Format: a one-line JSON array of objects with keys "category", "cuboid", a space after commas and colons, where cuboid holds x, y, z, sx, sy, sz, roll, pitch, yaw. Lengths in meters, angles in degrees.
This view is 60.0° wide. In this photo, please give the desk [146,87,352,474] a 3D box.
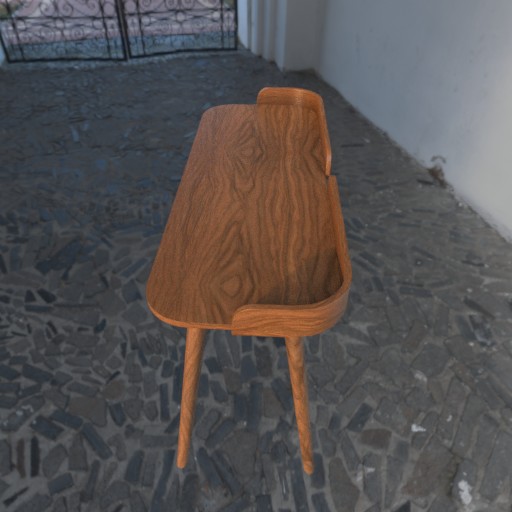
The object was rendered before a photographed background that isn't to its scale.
[{"category": "desk", "cuboid": [0.000, 0.000, 1.662, 0.486, 0.800, 1.256, 2, 41, 2]}]
